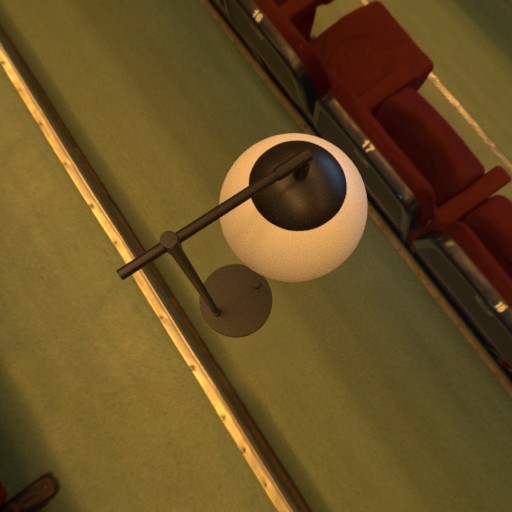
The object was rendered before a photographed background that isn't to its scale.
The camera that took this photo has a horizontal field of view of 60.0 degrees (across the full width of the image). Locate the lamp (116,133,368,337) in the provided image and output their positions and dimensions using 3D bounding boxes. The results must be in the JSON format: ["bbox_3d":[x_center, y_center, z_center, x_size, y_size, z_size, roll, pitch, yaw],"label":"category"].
[{"bbox_3d":[0.000,0.000,0.705,0.316,0.559,0.197,-34,78,-8],"label":"lamp"}]
